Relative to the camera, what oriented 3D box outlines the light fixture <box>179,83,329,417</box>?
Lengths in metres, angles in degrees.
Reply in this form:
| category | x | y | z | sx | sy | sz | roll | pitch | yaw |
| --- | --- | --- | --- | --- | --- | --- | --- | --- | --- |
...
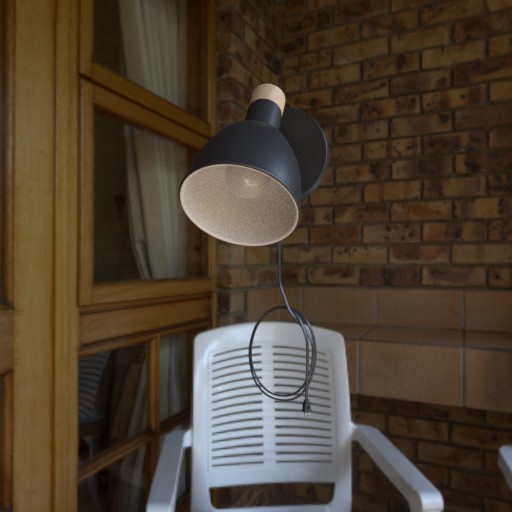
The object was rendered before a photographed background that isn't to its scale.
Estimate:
| category | x | y | z | sx | sy | sz | roll | pitch | yaw |
| --- | --- | --- | --- | --- | --- | --- | --- | --- | --- |
| light fixture | 0.000 | 0.000 | 0.487 | 0.127 | 0.401 | 0.203 | 0 | -1 | 19 |
